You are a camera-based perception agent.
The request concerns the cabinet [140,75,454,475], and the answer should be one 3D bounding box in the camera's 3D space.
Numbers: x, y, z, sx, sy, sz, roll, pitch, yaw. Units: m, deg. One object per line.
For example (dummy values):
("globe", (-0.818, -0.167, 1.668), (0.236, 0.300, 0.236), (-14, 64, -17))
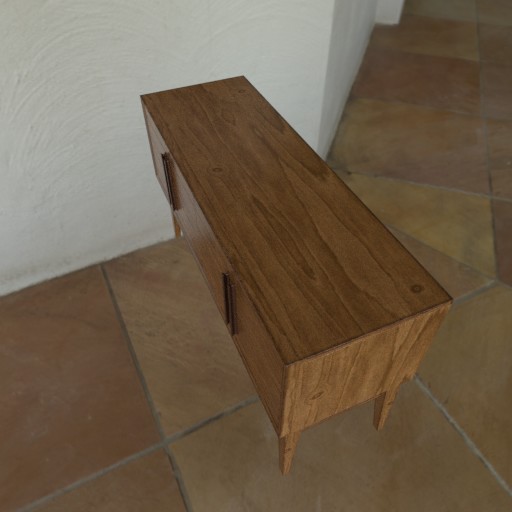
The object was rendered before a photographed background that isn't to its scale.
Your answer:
("cabinet", (0.000, 0.000, 1.753), (0.477, 0.802, 1.363), (-18, 49, -16))
